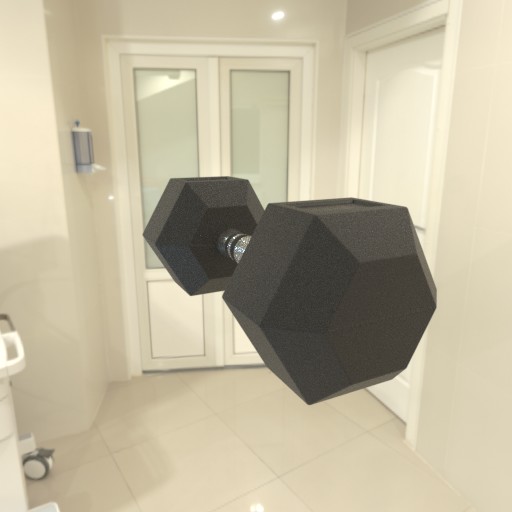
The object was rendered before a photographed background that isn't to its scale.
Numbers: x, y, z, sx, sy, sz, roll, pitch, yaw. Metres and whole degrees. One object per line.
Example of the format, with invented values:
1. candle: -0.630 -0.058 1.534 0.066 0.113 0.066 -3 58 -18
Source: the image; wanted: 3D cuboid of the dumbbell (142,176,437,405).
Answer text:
1. dumbbell: 0.000 0.000 0.408 0.142 0.123 0.337 -7 16 -26
